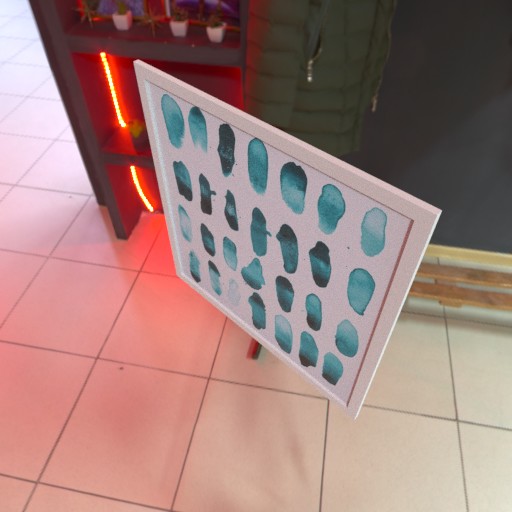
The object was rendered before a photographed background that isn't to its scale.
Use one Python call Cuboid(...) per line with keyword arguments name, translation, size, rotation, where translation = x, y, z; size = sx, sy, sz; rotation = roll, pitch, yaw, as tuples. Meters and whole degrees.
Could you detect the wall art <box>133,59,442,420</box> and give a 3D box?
Cuboid(name="wall art", translation=(0.000, 0.000, 0.674), size=(0.456, 0.457, 0.009), rotation=(35, 56, 28))
